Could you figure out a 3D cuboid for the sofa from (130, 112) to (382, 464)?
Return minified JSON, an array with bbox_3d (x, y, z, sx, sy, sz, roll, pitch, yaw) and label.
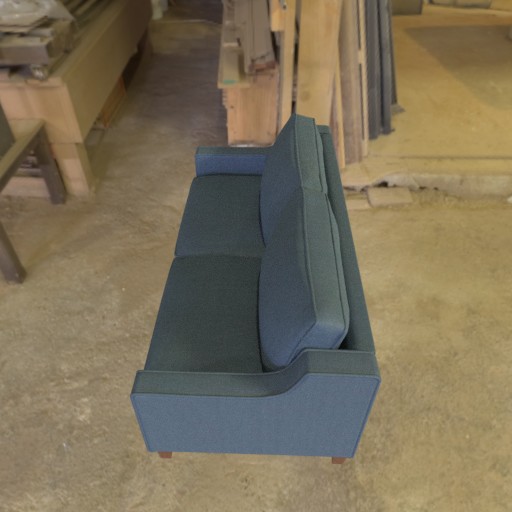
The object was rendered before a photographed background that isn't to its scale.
[{"bbox_3d":[0.000,0.000,2.786,1.066,1.071,2.178,1,42,1],"label":"sofa"}]
